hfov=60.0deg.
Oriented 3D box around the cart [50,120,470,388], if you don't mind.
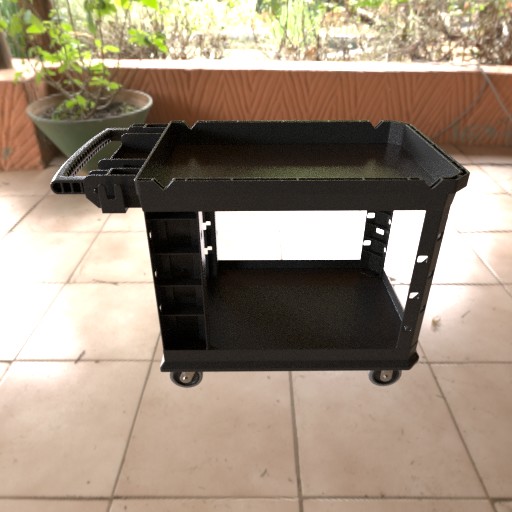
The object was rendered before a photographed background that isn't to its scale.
[{"bbox_3d":[0.000,0.000,1.742,1.239,0.884,0.674,0,31,-1],"label":"cart"}]
